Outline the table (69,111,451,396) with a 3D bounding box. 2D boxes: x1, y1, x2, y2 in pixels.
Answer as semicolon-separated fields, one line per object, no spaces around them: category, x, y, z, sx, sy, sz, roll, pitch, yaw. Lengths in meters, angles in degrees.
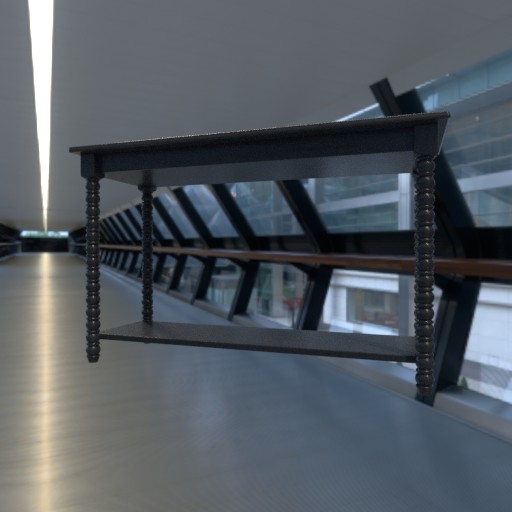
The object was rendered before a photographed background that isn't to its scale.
table;0.000;0.000;1.513;1.184;0.735;0.459;0;0;19
